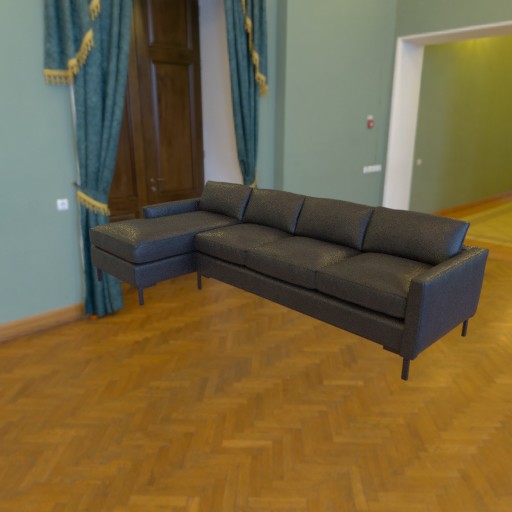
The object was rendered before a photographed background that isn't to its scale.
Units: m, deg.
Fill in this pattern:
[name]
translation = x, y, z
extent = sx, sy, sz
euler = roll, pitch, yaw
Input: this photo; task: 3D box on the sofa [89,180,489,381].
[sofa]
translation = 0.000, 0.000, 3.558
extent = 1.471, 0.859, 2.993
euler = -16, 23, -41
